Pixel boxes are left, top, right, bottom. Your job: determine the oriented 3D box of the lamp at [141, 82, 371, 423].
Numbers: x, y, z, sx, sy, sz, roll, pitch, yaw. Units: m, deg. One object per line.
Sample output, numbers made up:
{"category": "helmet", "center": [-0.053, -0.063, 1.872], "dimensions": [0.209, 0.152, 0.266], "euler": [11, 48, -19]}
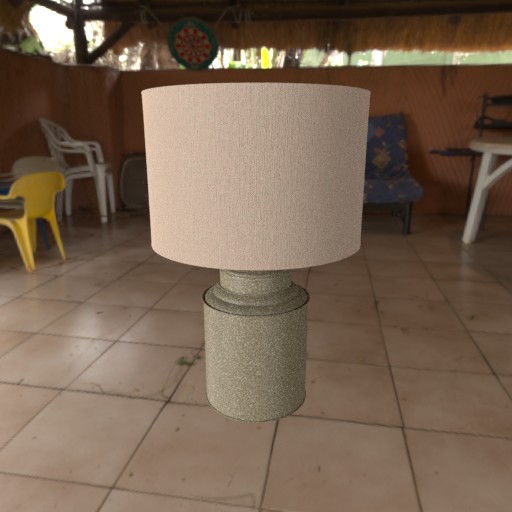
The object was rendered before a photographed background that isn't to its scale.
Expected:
{"category": "lamp", "center": [0.000, 0.000, 0.699], "dimensions": [0.318, 0.486, 0.318], "euler": [0, 16, 0]}
